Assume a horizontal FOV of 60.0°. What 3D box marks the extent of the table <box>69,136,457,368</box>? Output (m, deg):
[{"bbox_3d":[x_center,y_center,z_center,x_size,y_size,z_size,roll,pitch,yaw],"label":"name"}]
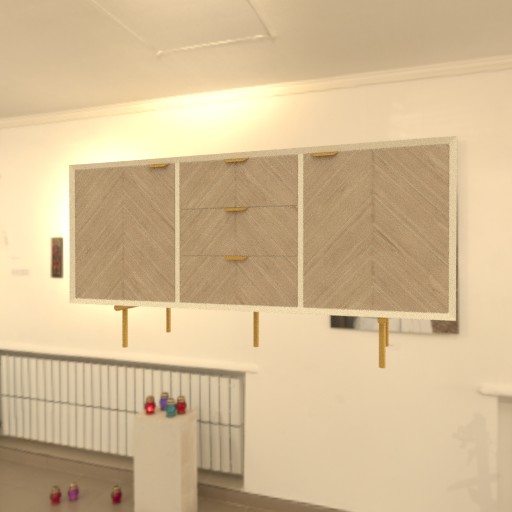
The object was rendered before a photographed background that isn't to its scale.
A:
[{"bbox_3d":[0.000,0.000,1.875,1.500,0.769,0.508,0,1,18],"label":"table"}]
